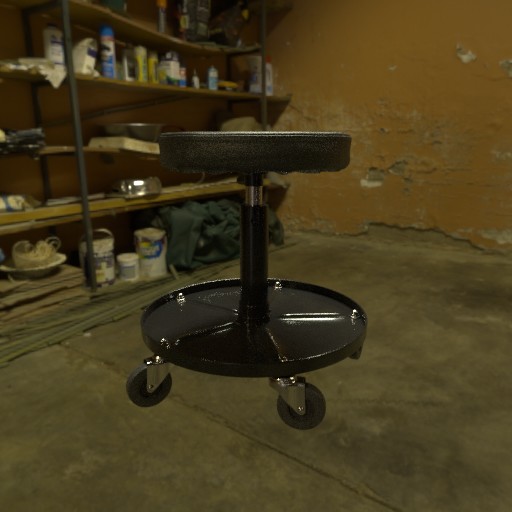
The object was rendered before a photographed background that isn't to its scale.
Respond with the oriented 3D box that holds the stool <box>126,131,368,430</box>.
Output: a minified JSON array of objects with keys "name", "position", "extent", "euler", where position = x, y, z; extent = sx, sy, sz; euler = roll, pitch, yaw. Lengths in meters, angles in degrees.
[{"name":"stool","position":[0.000,0.000,0.684],"extent":[0.381,0.365,0.382],"euler":[-2,15,-7]}]
